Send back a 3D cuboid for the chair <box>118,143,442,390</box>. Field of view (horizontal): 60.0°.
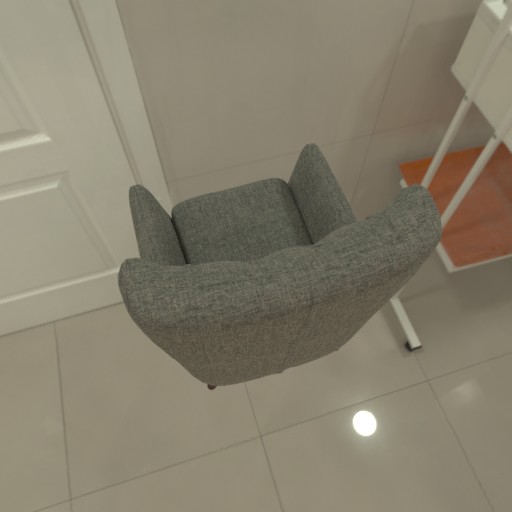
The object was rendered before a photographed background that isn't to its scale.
[{"bbox_3d":[0.000,0.000,1.711,0.878,1.063,0.904,-15,61,-9],"label":"chair"}]
